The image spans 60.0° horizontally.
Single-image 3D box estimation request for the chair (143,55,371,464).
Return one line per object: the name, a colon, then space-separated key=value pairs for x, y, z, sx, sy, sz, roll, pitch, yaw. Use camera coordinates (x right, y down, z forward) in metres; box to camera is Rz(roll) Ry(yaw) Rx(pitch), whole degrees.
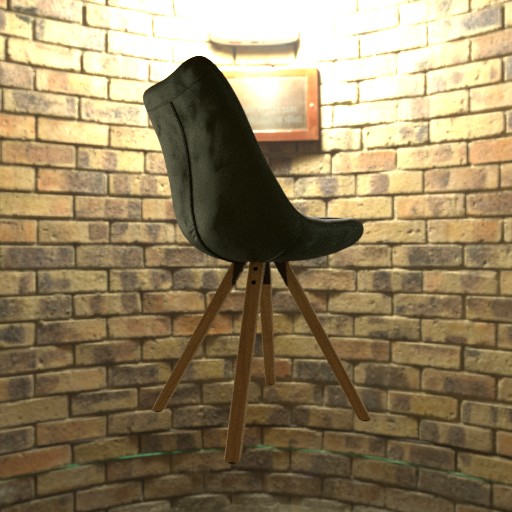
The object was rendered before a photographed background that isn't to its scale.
chair: x=0.000 y=0.000 z=1.205 sx=0.547 sy=0.865 sz=0.483 roll=0 pitch=0 yaw=-36
